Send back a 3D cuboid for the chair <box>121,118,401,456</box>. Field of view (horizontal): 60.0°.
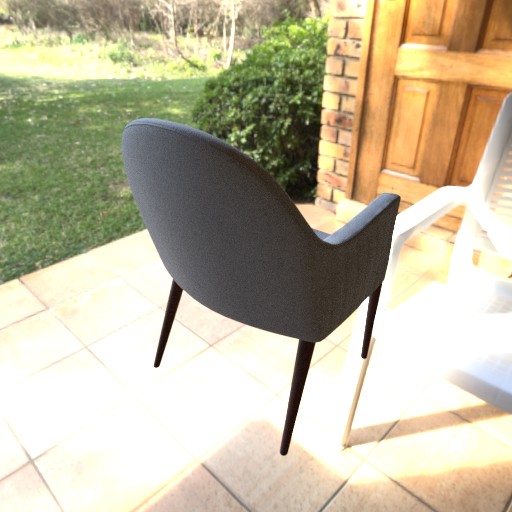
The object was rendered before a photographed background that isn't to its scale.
[{"bbox_3d":[0.000,0.000,1.300,0.610,0.889,0.620,22,37,32],"label":"chair"}]
